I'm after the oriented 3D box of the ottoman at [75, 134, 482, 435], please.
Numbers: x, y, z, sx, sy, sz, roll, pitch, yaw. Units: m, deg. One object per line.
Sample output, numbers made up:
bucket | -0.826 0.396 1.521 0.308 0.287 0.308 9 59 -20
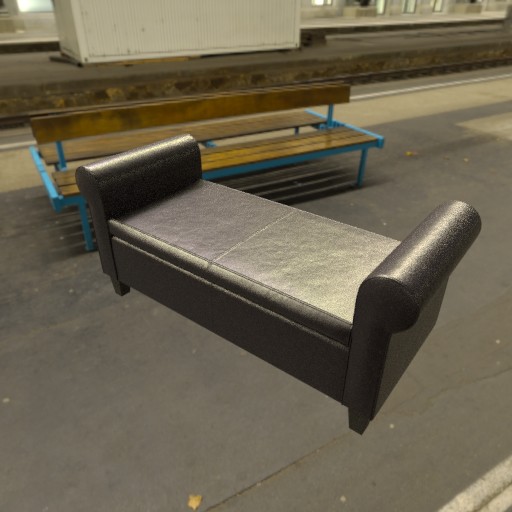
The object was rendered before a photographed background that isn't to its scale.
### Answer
ottoman | 0.000 0.000 1.543 1.256 0.547 0.521 22 38 31
